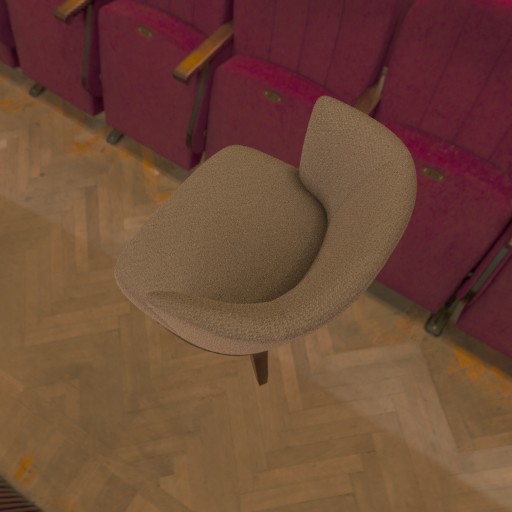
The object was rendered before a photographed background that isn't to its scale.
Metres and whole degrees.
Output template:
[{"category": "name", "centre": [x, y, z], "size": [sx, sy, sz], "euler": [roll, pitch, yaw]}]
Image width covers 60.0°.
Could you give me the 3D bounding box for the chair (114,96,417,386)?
[{"category": "chair", "centre": [0.000, 0.000, 1.303], "size": [0.660, 0.760, 0.700], "euler": [32, 67, 15]}]
